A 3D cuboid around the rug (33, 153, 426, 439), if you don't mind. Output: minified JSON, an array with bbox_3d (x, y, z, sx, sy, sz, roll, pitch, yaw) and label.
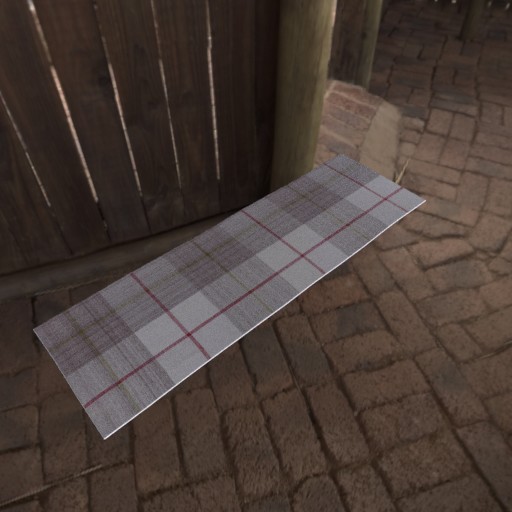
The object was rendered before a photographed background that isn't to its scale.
[{"bbox_3d":[0.000,0.000,2.676,2.439,0.013,0.762,-33,55,-27],"label":"rug"}]
